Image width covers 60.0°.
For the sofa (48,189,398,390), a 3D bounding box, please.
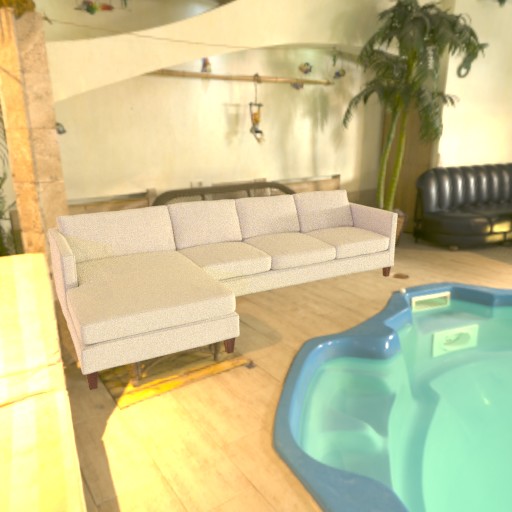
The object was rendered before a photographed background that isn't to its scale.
[{"bbox_3d":[0.000,0.000,3.910,3.186,0.846,1.625,-9,19,-28],"label":"sofa"}]
